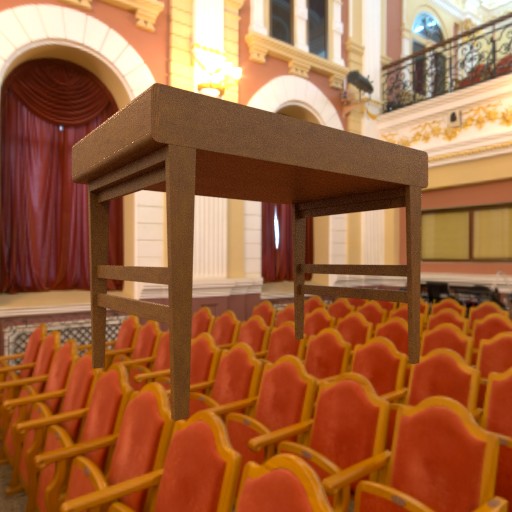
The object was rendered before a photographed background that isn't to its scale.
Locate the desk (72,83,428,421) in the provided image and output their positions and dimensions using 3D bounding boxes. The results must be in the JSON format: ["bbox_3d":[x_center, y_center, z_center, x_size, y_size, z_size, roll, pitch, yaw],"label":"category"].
[{"bbox_3d":[0.000,0.000,1.551,1.066,0.754,0.660,0,-1,-37],"label":"desk"}]
